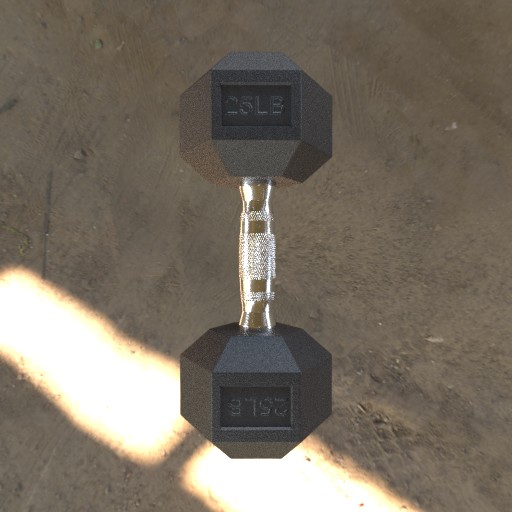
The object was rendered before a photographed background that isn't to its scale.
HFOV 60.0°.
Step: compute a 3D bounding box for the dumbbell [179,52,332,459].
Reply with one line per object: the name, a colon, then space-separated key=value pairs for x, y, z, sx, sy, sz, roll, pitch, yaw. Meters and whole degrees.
dumbbell: x=0.000 y=0.000 z=0.377 sx=0.129 sy=0.113 sz=0.315 roll=0 pitch=91 yaw=0
